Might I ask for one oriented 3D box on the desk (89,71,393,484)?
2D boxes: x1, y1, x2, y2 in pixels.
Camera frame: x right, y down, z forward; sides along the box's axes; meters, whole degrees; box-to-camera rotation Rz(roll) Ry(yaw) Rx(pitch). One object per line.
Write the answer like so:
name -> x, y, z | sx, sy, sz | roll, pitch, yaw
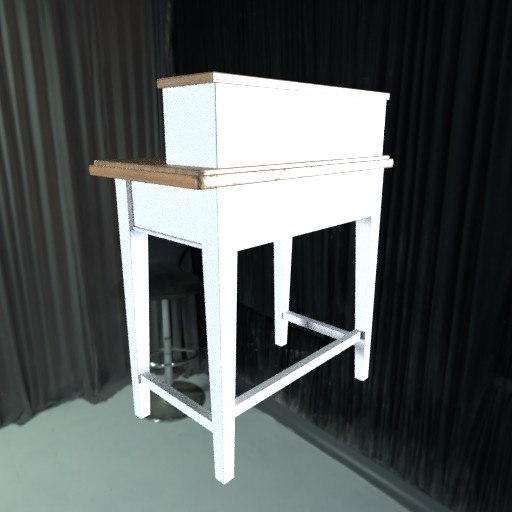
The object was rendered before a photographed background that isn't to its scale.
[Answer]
desk -> 0.000, 0.000, 1.397 | 0.462, 0.981, 0.814 | 15, 21, 42
